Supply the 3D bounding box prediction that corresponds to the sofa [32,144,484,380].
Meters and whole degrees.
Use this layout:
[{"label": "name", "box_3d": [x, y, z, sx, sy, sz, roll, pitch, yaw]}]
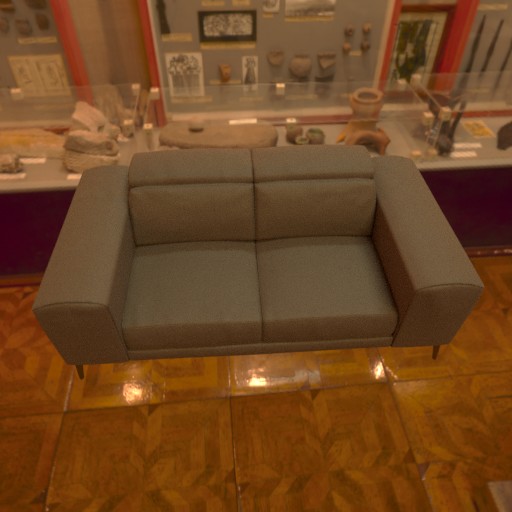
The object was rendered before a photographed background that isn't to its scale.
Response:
[{"label": "sofa", "box_3d": [0.000, 0.000, 2.320, 1.895, 0.779, 1.003, -3, 45, -3]}]
